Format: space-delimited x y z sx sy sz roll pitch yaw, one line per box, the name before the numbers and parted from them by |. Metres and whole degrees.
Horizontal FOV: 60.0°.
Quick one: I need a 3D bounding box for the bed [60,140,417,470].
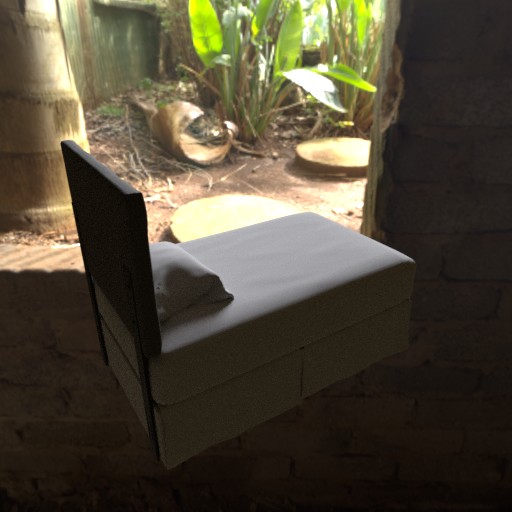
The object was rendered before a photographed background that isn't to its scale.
bed | 0.000 0.000 2.965 1.997 1.571 1.261 -17 31 -29
